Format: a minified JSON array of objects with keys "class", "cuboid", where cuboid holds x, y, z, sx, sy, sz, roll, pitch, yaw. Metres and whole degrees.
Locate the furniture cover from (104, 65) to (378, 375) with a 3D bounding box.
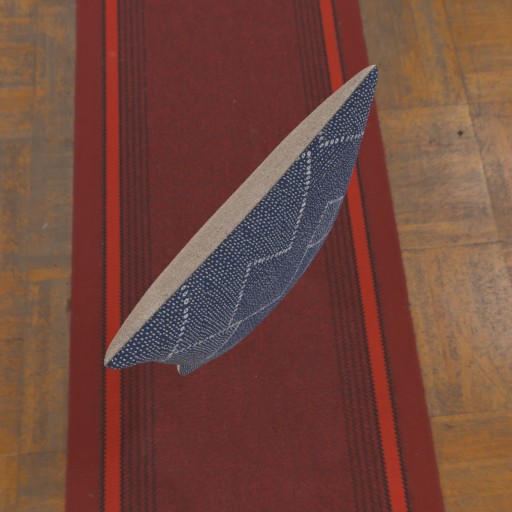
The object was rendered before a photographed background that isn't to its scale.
[{"class":"furniture cover","cuboid":[0.000,0.000,0.771,0.162,0.503,0.511,39,78,10]}]
